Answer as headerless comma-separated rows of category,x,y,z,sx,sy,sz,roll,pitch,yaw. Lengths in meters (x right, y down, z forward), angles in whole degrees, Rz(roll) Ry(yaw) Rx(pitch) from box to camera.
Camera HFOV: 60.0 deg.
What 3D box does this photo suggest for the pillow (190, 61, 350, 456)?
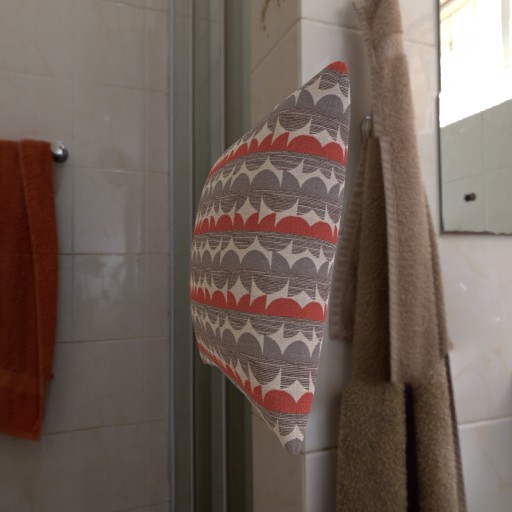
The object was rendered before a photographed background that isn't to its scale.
pillow,0.000,0.000,0.653,0.180,0.410,0.420,0,-1,-19
